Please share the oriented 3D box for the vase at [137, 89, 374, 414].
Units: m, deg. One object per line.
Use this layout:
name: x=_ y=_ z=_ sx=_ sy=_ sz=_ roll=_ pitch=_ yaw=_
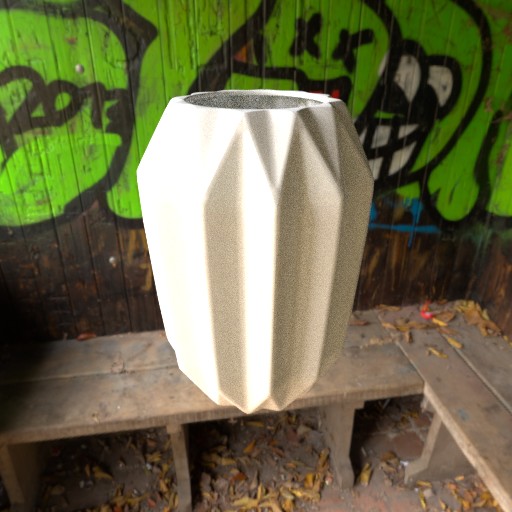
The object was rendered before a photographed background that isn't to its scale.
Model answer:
vase: x=0.000 y=0.000 z=0.407 sx=0.195 sy=0.275 sz=0.195 roll=0 pitch=27 yaw=0
